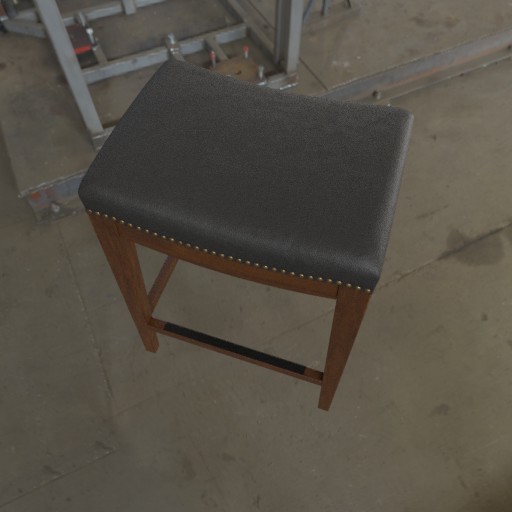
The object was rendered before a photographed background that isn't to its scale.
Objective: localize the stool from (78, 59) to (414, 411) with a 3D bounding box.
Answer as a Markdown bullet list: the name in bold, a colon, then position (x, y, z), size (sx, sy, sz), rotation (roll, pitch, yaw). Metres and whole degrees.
- **stool**: position (0.000, 0.000, 0.930), size (0.490, 0.664, 0.353), rotation (16, 60, 9)
